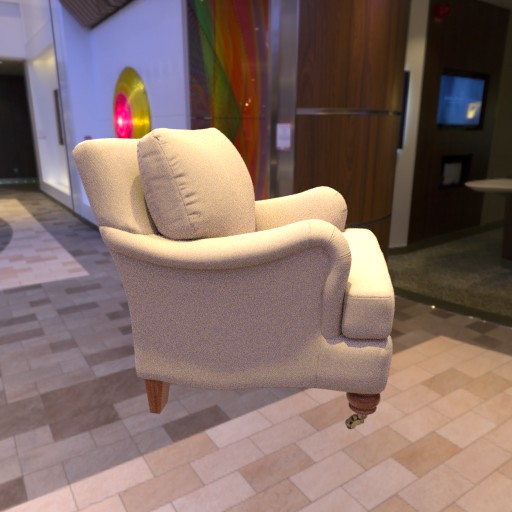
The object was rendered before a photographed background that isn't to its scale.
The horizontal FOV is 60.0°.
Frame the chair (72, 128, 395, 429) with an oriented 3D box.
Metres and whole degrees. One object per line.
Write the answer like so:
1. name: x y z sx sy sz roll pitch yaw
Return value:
1. chair: 0.000 0.000 1.873 1.070 1.038 0.955 3 16 10
